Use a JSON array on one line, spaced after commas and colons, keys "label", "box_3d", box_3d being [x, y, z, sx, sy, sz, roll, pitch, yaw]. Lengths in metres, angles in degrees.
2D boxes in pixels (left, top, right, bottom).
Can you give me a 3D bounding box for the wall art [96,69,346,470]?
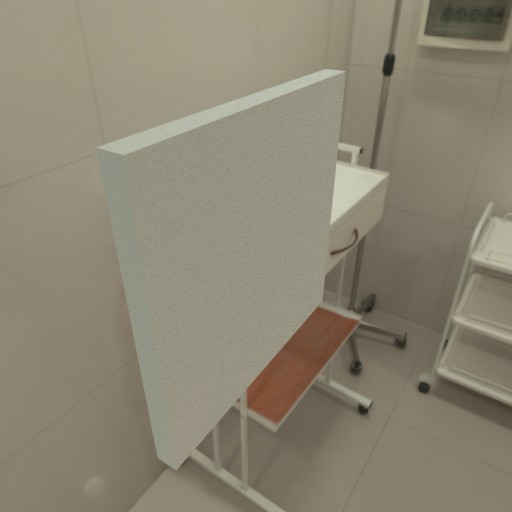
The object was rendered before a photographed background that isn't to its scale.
[{"label": "wall art", "box_3d": [0.000, 0.000, 0.517, 0.027, 0.355, 0.355, 20, 37, 28]}]
